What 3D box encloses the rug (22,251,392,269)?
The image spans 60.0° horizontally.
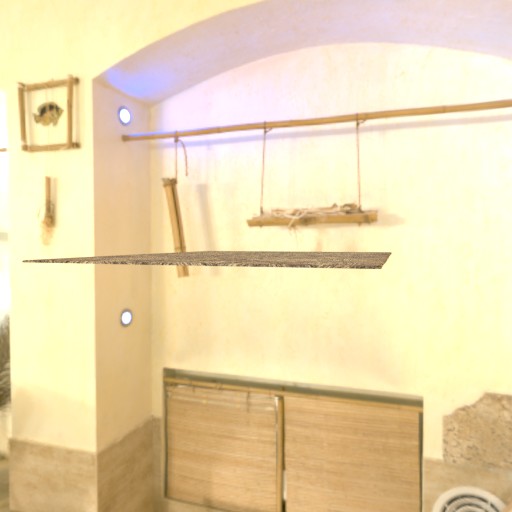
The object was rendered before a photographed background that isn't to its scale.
[{"bbox_3d":[0.000,0.000,4.253,2.448,0.017,3.204,1,2,18],"label":"rug"}]
